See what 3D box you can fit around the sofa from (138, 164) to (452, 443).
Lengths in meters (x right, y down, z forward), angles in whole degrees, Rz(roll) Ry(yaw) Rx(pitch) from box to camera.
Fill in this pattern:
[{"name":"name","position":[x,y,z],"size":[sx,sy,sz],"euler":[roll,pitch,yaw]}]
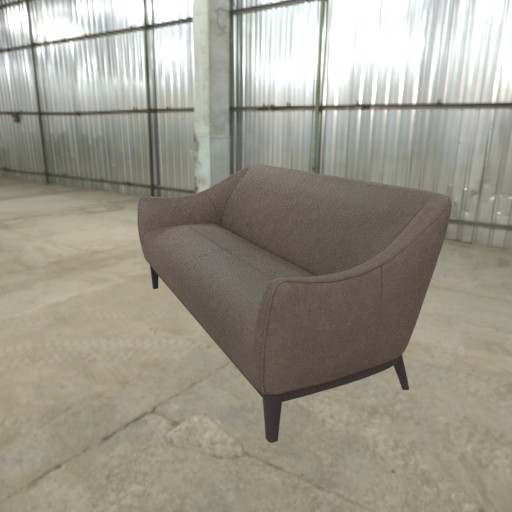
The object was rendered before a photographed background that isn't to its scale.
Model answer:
[{"name":"sofa","position":[0.000,0.000,2.350],"size":[0.869,0.831,1.928],"euler":[-8,18,-25]}]
